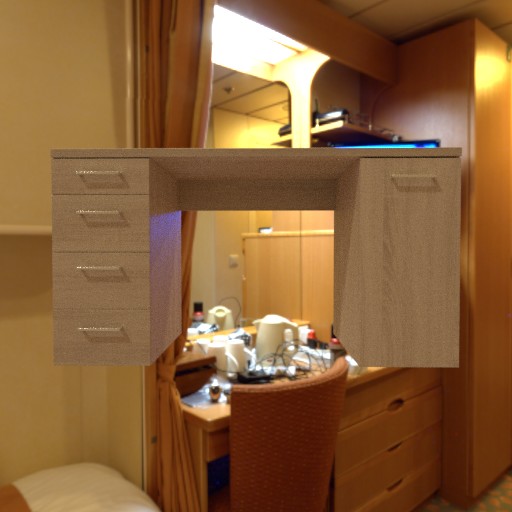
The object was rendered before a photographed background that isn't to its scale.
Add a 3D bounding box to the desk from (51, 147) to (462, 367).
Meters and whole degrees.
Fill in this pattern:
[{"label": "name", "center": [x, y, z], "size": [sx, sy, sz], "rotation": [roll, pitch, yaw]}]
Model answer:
[{"label": "desk", "center": [0.000, 0.000, 1.772], "size": [1.390, 0.740, 0.600], "rotation": [0, 1, 1]}]
